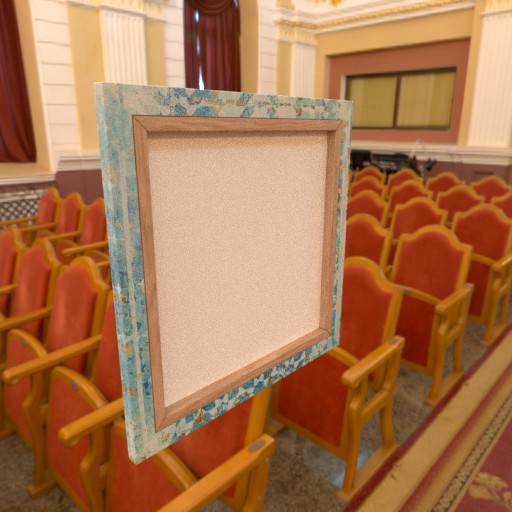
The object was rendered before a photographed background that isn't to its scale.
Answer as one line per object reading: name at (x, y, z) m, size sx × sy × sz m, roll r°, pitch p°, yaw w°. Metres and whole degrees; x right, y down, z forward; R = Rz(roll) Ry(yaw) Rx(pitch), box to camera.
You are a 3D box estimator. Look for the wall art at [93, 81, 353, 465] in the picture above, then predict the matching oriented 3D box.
wall art at (0.000, 0.000, 1.333) m, size 0.040 × 0.916 × 0.916 m, roll 15°, pitch 22°, yaw 42°
